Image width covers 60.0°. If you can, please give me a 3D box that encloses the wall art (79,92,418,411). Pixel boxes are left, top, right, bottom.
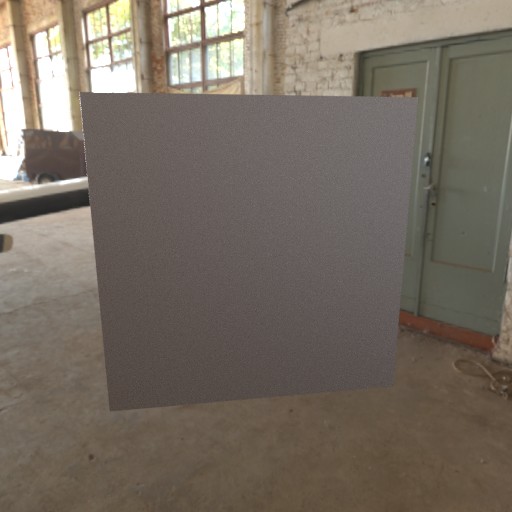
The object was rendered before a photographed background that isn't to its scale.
[{"bbox_3d":[0.000,0.000,0.514,0.350,0.350,0.038,-2,15,-9],"label":"wall art"}]
